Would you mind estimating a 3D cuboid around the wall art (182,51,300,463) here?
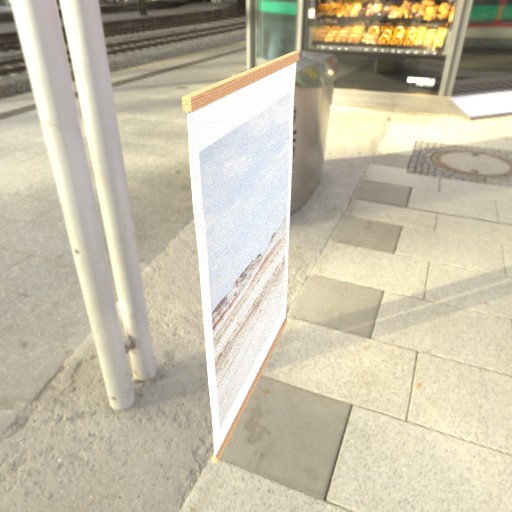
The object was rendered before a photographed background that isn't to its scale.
[{"bbox_3d":[0.000,0.000,1.931,0.025,1.521,1.011,11,33,18],"label":"wall art"}]
